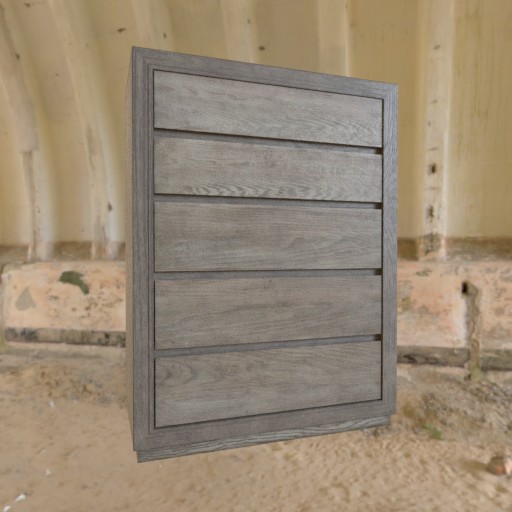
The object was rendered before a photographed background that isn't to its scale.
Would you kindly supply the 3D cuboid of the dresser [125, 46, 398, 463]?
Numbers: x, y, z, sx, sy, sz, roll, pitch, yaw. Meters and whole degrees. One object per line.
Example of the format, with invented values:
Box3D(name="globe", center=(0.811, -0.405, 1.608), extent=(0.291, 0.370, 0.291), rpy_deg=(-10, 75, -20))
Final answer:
Box3D(name="dresser", center=(0.000, 0.000, 1.746), extent=(0.967, 1.295, 0.483), rpy_deg=(0, 1, -19))
